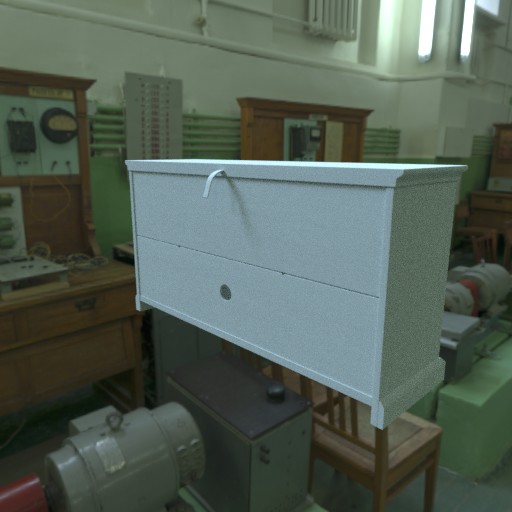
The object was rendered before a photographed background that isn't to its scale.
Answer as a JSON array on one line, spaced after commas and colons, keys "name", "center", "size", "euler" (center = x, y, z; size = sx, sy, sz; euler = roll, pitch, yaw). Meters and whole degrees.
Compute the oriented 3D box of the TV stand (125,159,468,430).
[{"name": "TV stand", "center": [0.000, 0.000, 1.512], "size": [0.424, 0.624, 1.187], "euler": [-13, 18, -43]}]
